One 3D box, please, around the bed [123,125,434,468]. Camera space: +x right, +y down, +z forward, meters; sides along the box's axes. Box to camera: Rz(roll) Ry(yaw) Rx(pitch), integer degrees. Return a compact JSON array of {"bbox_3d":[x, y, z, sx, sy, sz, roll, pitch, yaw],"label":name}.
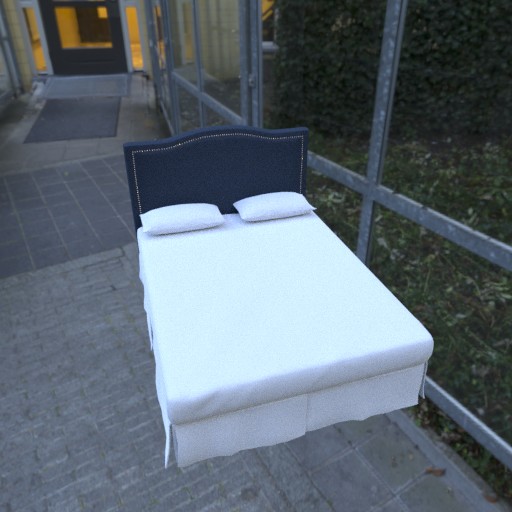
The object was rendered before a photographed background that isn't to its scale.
[{"bbox_3d":[0.000,0.000,3.429,1.821,1.436,2.282,-9,33,-15],"label":"bed"}]
